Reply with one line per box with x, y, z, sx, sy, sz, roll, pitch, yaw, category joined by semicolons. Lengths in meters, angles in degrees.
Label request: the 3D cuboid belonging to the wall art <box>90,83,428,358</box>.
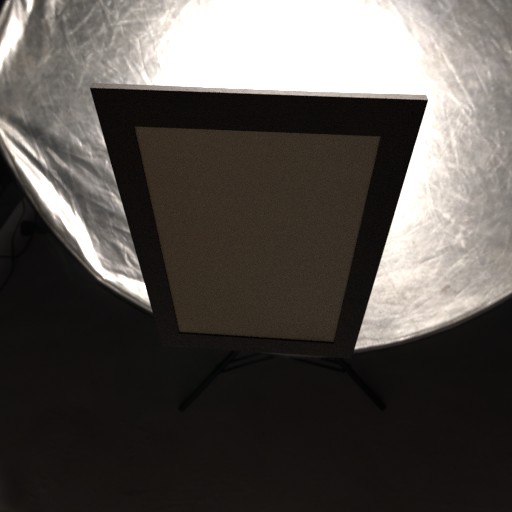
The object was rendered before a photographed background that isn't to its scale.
0.000;0.000;0.656;0.359;0.508;0.013;3;46;3;wall art
